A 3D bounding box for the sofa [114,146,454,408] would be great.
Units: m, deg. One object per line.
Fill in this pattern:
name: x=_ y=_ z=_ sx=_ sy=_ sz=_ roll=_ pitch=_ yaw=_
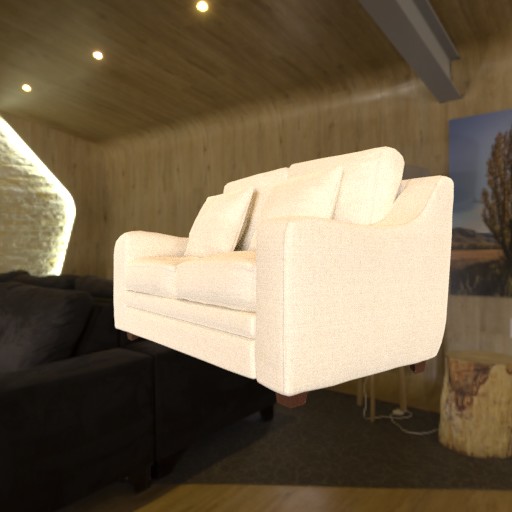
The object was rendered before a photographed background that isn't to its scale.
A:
sofa: x=0.000 y=0.000 z=2.412 sx=1.040 sy=1.047 sz=1.744 roll=0 pitch=1 yaw=-37
